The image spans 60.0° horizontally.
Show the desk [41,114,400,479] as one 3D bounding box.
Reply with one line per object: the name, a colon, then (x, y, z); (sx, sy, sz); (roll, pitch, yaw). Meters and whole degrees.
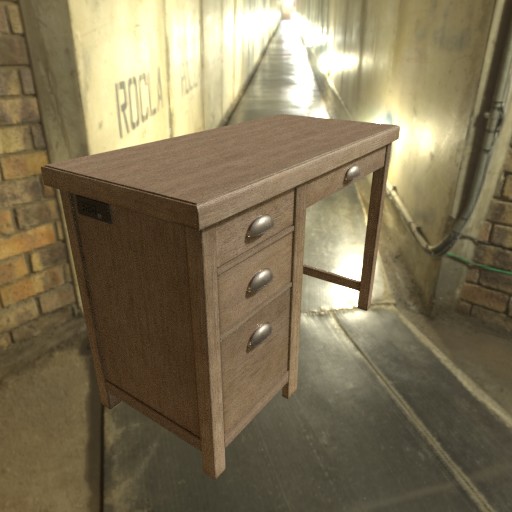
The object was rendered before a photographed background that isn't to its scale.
desk: (0.000, 0.000, 1.785); (0.610, 0.912, 1.289); (17, 30, 32)
